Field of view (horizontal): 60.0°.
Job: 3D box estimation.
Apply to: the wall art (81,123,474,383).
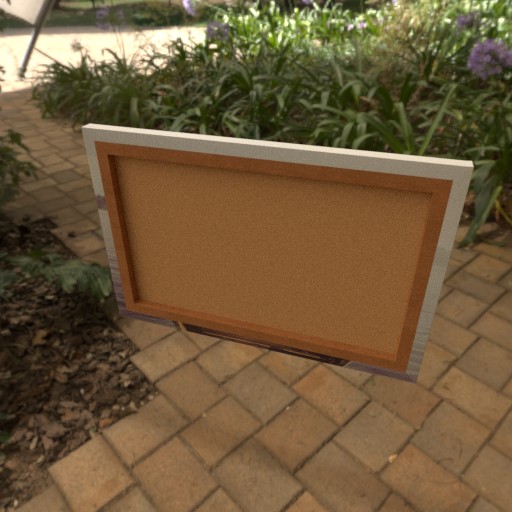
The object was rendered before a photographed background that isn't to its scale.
[{"bbox_3d":[0.000,0.000,1.167,0.916,0.609,0.037,10,33,15],"label":"wall art"}]
